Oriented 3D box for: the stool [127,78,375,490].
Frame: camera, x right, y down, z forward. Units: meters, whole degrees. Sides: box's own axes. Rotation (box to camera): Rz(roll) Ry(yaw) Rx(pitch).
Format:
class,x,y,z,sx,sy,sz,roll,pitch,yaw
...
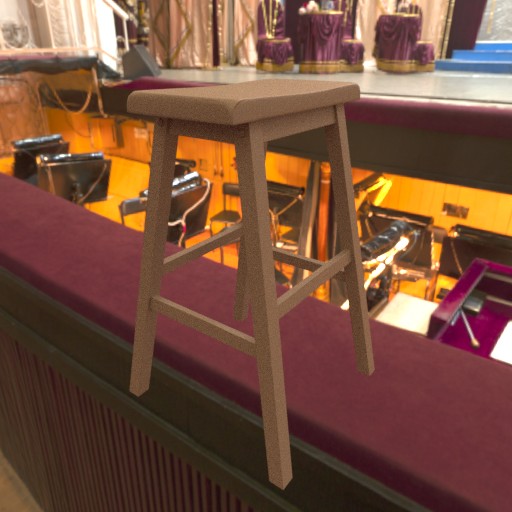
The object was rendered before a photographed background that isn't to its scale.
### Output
class,x,y,z,sx,sy,sz,roll,pitch,yaw
stool,0.000,0.000,1.028,0.476,0.737,0.457,18,30,33
